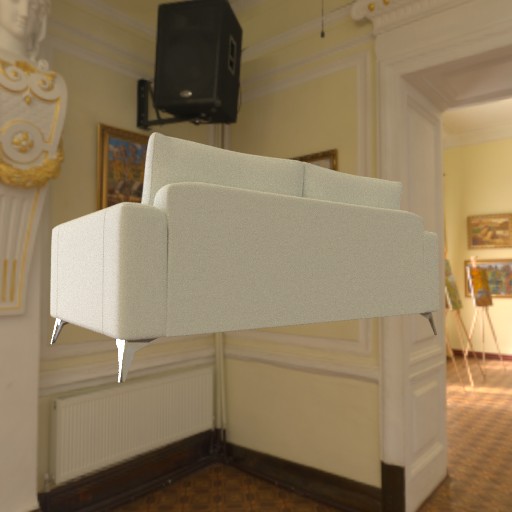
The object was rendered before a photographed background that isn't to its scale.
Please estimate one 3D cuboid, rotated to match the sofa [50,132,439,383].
[{"bbox_3d":[0.000,0.000,2.119,1.650,0.790,0.920,2,-3,-37],"label":"sofa"}]
